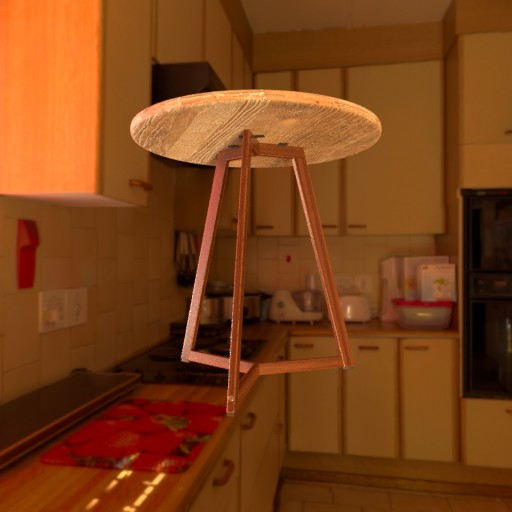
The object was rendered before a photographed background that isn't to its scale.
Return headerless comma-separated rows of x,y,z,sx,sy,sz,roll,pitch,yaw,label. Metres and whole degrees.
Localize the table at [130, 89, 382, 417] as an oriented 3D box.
0.000,0.000,0.916,0.500,0.500,0.500,0,0,0,table
